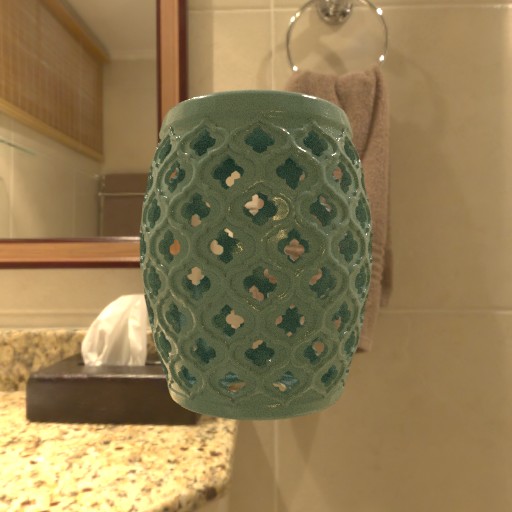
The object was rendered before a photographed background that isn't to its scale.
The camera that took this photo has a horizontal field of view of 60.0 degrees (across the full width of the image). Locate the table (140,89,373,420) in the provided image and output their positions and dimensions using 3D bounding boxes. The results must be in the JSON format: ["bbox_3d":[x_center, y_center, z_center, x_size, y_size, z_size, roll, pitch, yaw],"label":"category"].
[{"bbox_3d":[0.000,0.000,0.638,0.325,0.388,0.325,0,0,0],"label":"table"}]
